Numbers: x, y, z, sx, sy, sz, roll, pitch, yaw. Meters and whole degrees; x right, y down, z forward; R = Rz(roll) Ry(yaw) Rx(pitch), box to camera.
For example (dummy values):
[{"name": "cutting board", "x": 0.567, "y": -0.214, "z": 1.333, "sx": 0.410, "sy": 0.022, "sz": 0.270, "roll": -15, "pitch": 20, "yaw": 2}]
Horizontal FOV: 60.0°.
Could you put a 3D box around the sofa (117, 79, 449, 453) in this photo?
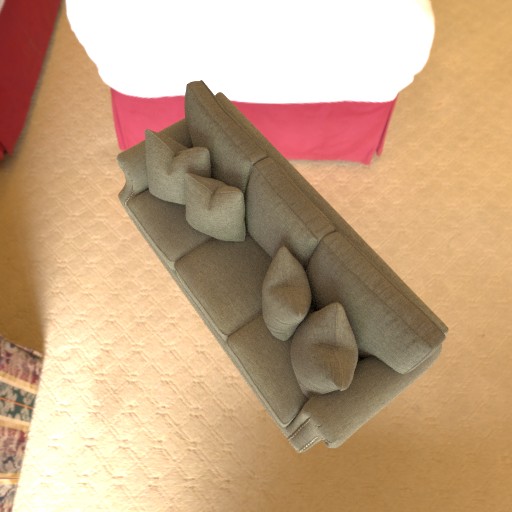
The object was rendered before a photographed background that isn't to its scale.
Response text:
[{"name": "sofa", "x": 0.000, "y": 0.000, "z": 2.830, "sx": 0.965, "sy": 0.975, "sz": 2.312, "roll": -33, "pitch": 68, "yaw": -15}]
